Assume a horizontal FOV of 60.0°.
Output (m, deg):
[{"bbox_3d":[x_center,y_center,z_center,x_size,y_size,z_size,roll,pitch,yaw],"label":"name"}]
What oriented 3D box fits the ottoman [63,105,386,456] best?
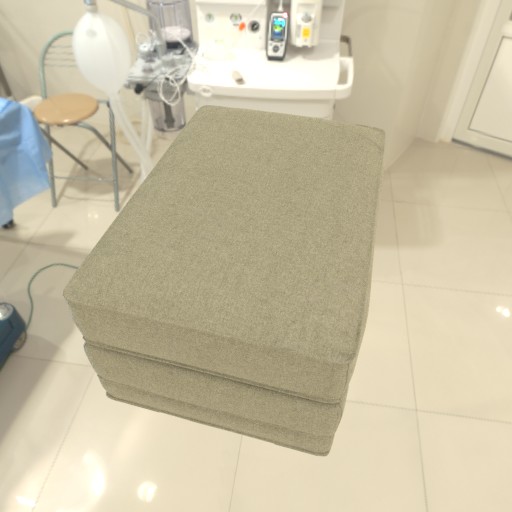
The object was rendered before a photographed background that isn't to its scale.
[{"bbox_3d":[0.000,0.000,1.234,0.611,0.508,0.848,11,47,11],"label":"ottoman"}]
